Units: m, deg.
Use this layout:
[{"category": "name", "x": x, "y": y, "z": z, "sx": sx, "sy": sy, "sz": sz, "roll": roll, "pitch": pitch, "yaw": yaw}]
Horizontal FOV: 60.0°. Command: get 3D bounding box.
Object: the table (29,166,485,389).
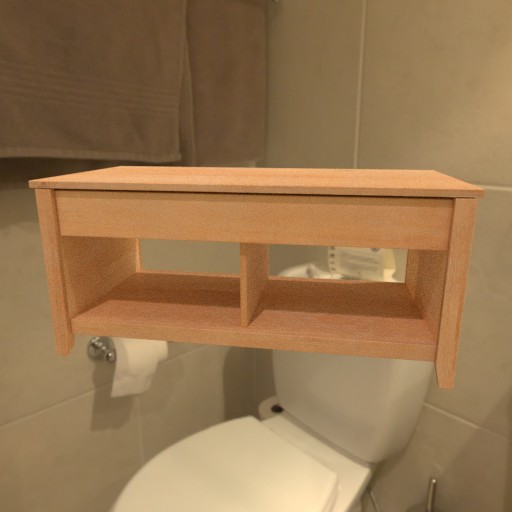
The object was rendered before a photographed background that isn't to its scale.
[{"category": "table", "x": 0.000, "y": 0.000, "z": 1.263, "sx": 1.016, "sy": 0.457, "sz": 0.483, "roll": 3, "pitch": 16, "yaw": 9}]
